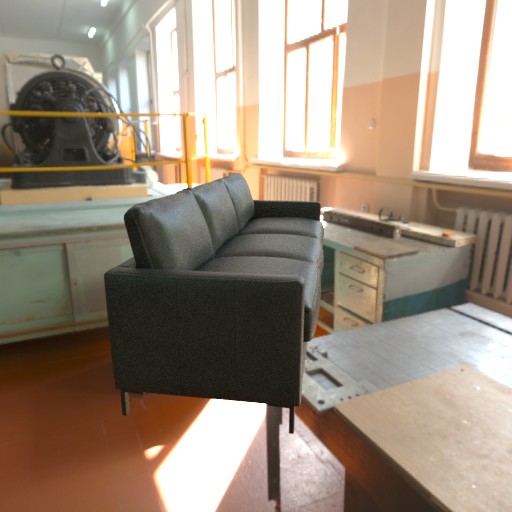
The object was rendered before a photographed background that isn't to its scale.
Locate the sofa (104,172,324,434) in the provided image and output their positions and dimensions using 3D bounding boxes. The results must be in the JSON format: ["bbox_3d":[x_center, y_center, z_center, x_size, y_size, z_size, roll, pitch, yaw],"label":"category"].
[{"bbox_3d":[0.000,0.000,2.468,0.748,0.805,2.029,2,15,9],"label":"sofa"}]
